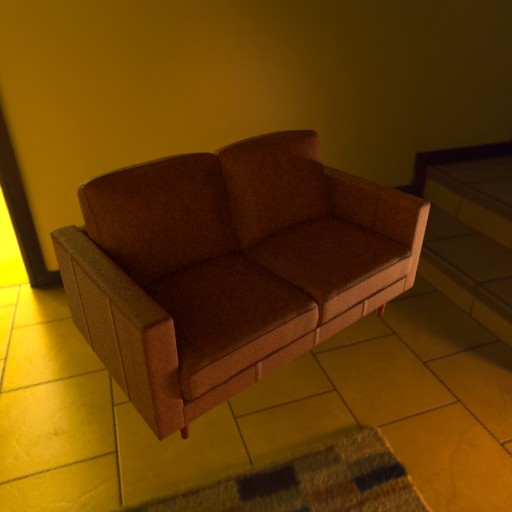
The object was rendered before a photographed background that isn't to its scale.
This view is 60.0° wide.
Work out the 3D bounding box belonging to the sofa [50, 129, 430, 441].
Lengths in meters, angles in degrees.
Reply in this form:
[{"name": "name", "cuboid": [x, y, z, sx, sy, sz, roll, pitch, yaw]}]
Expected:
[{"name": "sofa", "cuboid": [0.000, 0.000, 2.154, 1.578, 0.951, 0.909, -22, 37, -33]}]
